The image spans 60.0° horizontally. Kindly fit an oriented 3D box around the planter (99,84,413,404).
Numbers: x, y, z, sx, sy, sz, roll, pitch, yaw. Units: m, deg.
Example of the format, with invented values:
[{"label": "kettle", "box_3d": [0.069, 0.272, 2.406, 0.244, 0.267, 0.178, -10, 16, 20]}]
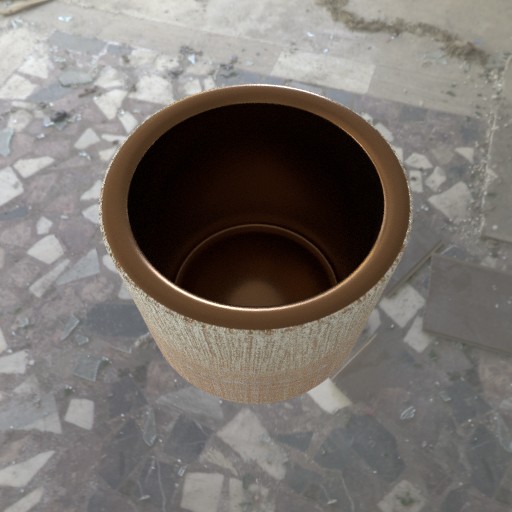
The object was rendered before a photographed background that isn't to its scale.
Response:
[{"label": "planter", "box_3d": [0.000, 0.000, 0.193, 0.109, 0.096, 0.109, 0, 60, 0]}]
